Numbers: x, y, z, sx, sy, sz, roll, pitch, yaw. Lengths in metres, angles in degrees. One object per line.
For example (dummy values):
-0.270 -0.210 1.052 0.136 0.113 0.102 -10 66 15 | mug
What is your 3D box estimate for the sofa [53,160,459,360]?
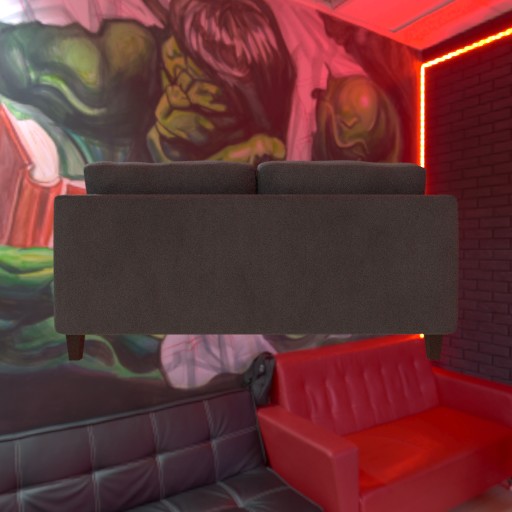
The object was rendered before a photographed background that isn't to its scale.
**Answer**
0.000 0.000 2.486 1.884 0.963 0.950 0 0 0 | sofa
